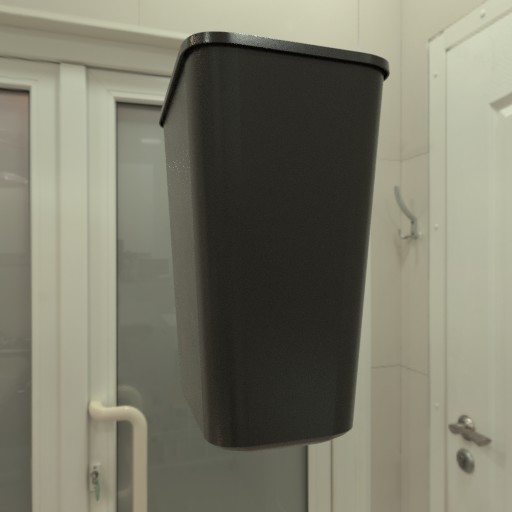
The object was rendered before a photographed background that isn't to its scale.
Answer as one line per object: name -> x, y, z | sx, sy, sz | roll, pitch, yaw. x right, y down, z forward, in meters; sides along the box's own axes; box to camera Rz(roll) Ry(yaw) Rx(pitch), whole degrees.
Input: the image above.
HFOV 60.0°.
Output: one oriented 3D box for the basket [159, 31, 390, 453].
basket -> 0.000, 0.000, 0.728 | 0.287, 0.521, 0.394 | 0, 0, -17
